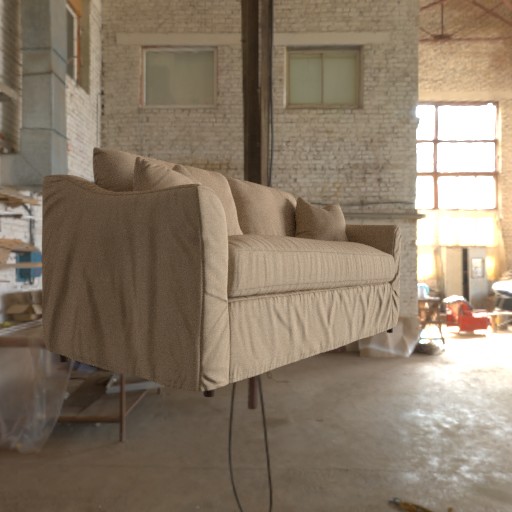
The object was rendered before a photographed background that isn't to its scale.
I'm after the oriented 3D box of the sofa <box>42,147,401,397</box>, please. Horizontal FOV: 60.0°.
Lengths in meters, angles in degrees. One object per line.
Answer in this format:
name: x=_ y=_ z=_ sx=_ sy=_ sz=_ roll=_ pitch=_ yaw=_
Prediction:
sofa: x=0.000 y=0.000 z=2.565 sx=1.072 sy=1.018 sz=2.010 roll=-1 pitch=-1 yaw=37
